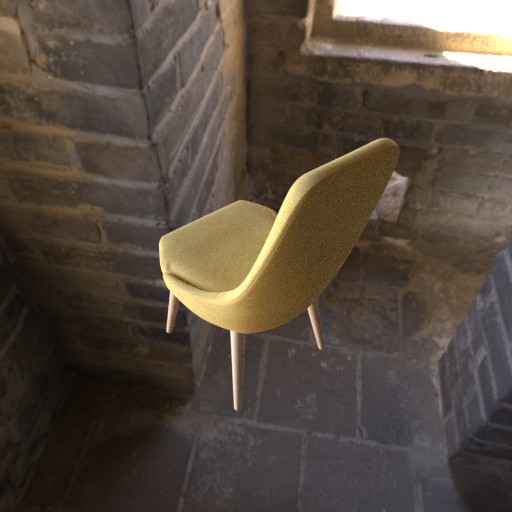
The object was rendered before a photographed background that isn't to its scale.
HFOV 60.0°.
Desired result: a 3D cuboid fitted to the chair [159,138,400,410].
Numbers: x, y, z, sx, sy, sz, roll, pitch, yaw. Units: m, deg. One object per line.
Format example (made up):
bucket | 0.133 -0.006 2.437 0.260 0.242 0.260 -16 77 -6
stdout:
chair | 0.000 0.000 1.409 0.510 1.040 0.660 -29 52 -26
